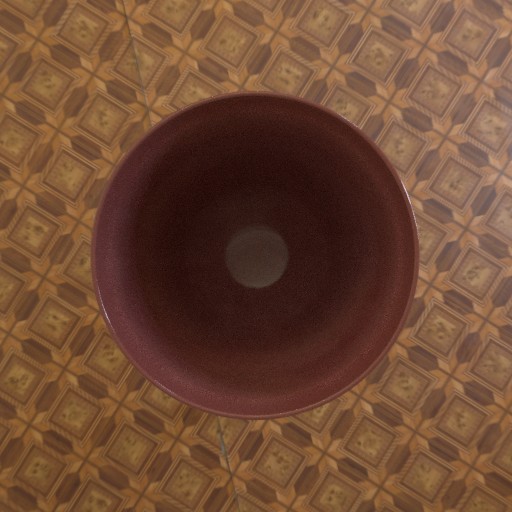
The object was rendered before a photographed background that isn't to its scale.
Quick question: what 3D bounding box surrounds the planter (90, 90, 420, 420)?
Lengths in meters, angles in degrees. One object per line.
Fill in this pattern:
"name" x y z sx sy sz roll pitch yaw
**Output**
"planter" 0.000 0.000 0.368 0.195 0.214 0.195 0 90 1
